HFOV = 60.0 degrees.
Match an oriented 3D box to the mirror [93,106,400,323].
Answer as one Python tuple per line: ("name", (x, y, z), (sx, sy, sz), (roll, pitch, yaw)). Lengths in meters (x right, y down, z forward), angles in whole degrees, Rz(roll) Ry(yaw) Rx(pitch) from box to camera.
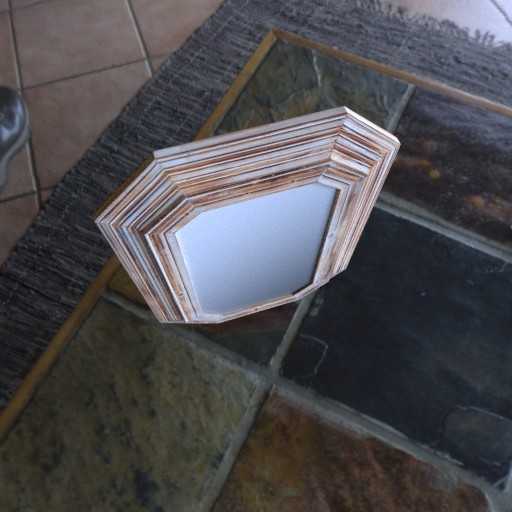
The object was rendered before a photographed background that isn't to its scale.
("mirror", (0.000, 0.000, 1.302), (0.709, 1.015, 0.061), (-15, 65, -7))
